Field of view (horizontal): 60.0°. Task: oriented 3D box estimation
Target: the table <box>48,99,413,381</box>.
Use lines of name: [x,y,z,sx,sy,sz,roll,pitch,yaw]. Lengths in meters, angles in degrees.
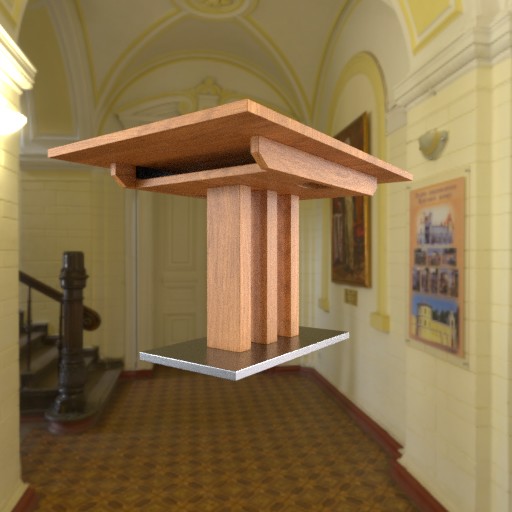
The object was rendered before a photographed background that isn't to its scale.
table: [0.000,0.000,1.852,0.900,0.770,1.300,0,1,36]
